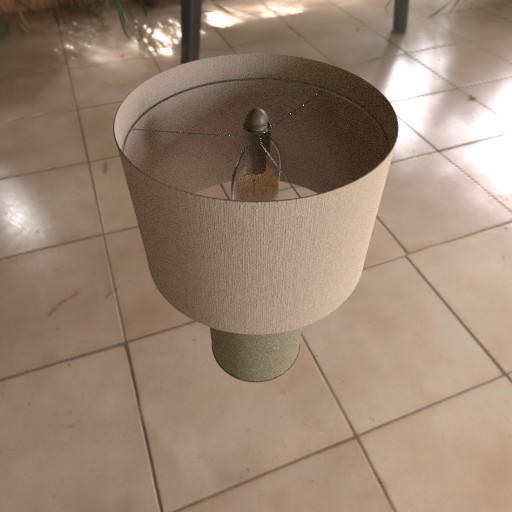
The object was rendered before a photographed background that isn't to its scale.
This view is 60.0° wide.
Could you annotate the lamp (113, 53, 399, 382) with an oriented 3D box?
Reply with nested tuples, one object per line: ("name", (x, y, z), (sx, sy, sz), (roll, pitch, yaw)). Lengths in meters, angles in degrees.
("lamp", (0.000, 0.000, 0.680), (0.318, 0.486, 0.318), (0, 47, 0))
